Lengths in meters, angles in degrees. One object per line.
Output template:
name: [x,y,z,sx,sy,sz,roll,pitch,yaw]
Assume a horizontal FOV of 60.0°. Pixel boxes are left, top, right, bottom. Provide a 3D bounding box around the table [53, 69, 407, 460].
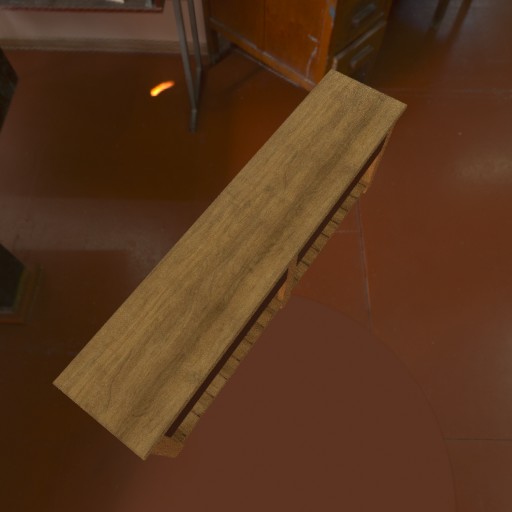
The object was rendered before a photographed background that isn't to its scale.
table: [0.000,0.000,2.046,0.425,0.635,1.815,32,68,15]
